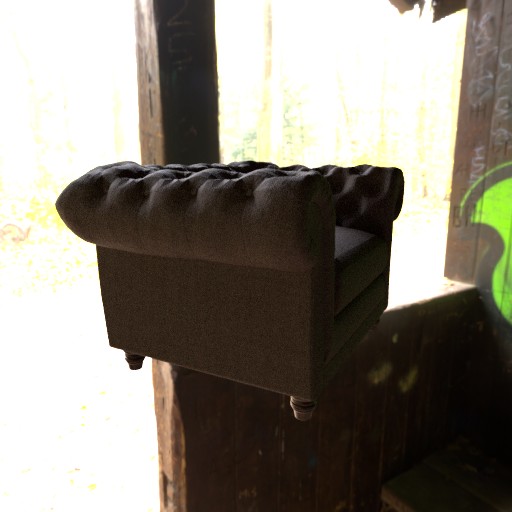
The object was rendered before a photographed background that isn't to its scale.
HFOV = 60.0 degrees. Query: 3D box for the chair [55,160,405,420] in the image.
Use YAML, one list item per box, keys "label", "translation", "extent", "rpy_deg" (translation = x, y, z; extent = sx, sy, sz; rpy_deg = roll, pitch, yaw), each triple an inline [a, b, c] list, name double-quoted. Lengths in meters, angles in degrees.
- label: "chair"
  translation: [0.000, 0.000, 1.846]
  extent: [0.945, 0.780, 1.298]
  rpy_deg: [7, 14, 28]
